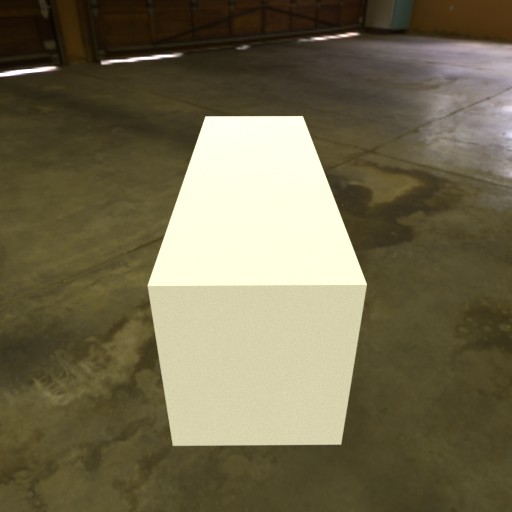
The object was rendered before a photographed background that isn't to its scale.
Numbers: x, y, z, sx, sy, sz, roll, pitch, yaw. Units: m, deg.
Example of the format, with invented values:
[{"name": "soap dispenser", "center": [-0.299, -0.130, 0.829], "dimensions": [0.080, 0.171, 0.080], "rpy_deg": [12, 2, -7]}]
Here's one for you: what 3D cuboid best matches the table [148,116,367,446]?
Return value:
[{"name": "table", "center": [0.000, 0.000, 1.856], "dimensions": [0.508, 0.769, 1.500], "rpy_deg": [0, 32, 0]}]
